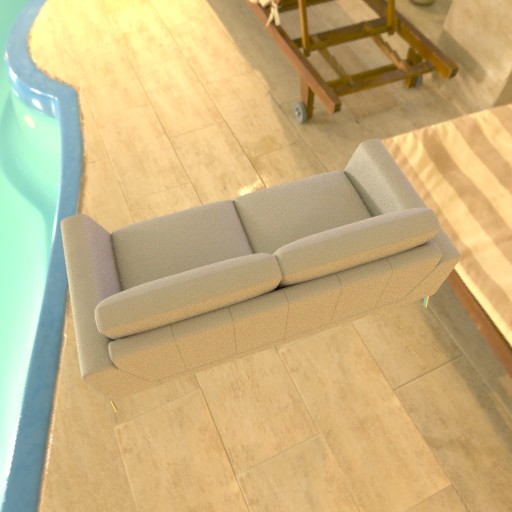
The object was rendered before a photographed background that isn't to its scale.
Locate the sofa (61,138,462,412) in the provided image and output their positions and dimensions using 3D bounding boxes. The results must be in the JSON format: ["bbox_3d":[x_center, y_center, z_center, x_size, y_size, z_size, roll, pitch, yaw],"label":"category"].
[{"bbox_3d":[0.000,0.000,2.550,2.017,0.875,0.953,-16,59,-10],"label":"sofa"}]
